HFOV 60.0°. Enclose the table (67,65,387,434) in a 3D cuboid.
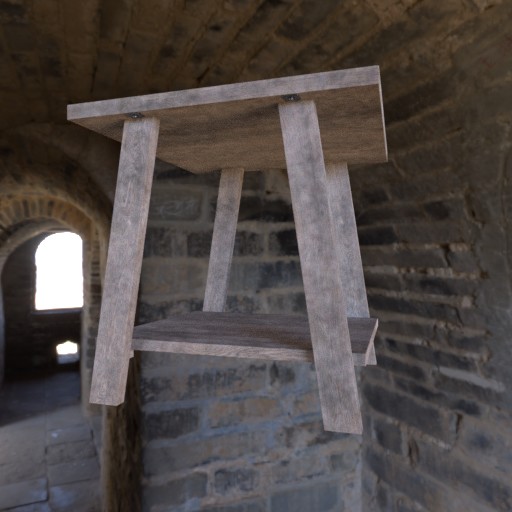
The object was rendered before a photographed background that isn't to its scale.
[{"bbox_3d":[0.000,0.000,1.094,0.610,0.610,0.610,0,0,18],"label":"table"}]
